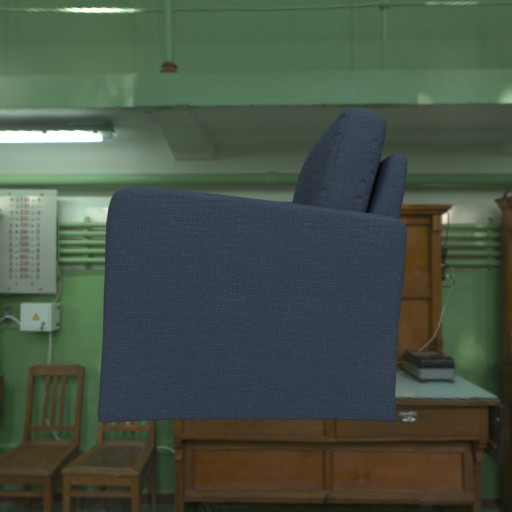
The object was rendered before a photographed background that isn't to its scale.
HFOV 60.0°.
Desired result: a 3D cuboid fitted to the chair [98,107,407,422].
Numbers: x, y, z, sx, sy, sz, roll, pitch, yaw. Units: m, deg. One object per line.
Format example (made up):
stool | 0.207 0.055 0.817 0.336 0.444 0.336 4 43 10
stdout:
chair | 0.000 0.000 1.516 0.863 0.855 0.798 0 0 0
